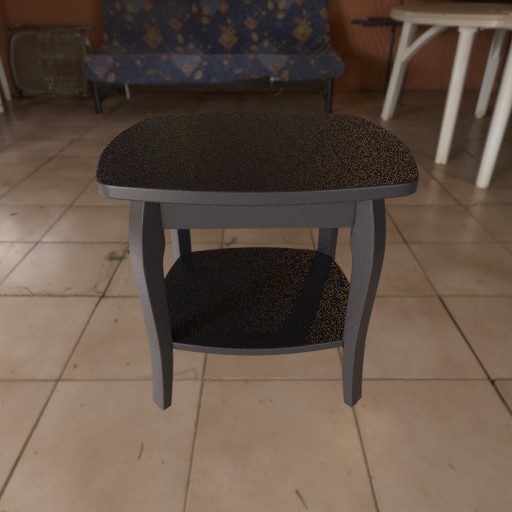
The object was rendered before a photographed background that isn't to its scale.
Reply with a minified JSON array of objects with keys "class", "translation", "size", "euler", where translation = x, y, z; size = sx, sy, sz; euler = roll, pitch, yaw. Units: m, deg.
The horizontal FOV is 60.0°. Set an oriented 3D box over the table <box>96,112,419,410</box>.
[{"class":"table","translation":[0.000,0.000,0.880],"size":[0.508,0.457,0.457],"euler":[-1,30,-1]}]
